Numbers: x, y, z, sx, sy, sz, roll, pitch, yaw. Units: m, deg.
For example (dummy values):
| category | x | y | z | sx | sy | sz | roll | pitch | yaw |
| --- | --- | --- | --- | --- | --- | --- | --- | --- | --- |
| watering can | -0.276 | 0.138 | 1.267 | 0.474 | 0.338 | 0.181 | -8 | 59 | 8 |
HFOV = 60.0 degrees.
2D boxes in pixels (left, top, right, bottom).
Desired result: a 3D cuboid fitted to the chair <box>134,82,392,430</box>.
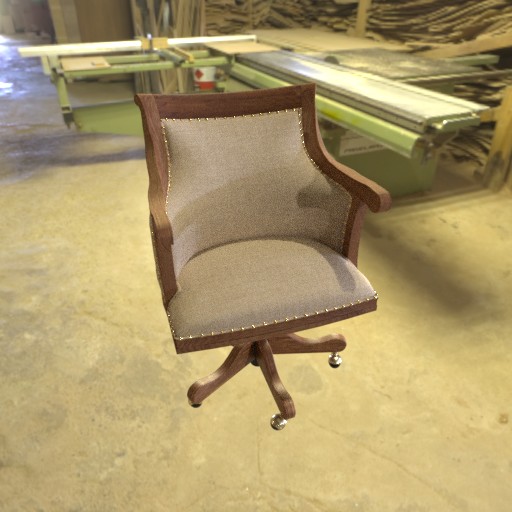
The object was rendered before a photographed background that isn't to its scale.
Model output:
| category | x | y | z | sx | sy | sz | roll | pitch | yaw |
| --- | --- | --- | --- | --- | --- | --- | --- | --- | --- |
| chair | 0.000 | 0.000 | 1.465 | 0.656 | 0.965 | 0.689 | -10 | 33 | -15 |
